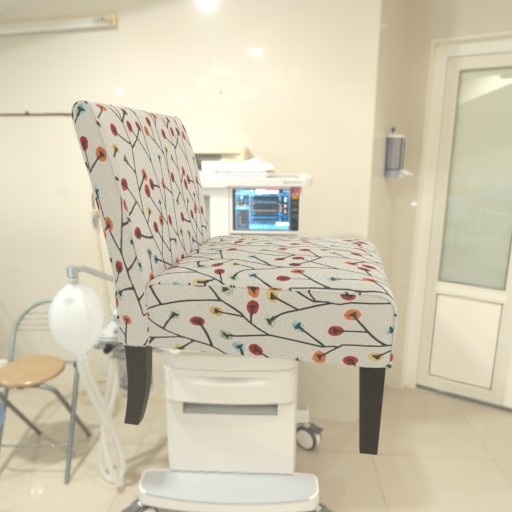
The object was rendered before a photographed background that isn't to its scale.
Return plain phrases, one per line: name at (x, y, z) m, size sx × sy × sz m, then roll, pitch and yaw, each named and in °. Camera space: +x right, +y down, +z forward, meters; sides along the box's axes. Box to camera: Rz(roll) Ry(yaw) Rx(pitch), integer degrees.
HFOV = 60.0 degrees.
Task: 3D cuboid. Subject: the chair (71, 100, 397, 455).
chair at (0.000, 0.000, 1.276) m, size 0.732 × 0.813 × 0.597 m, roll 3°, pitch 14°, yaw 10°
